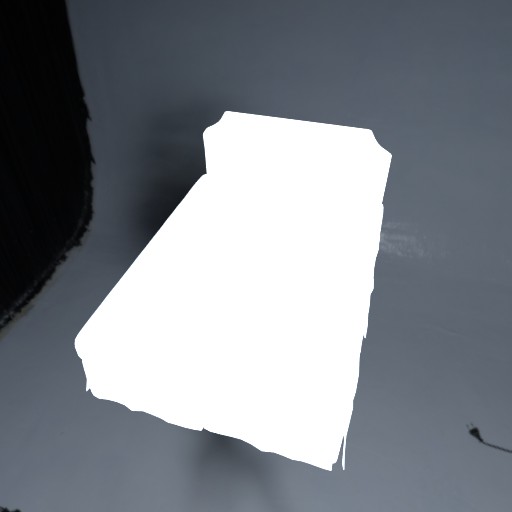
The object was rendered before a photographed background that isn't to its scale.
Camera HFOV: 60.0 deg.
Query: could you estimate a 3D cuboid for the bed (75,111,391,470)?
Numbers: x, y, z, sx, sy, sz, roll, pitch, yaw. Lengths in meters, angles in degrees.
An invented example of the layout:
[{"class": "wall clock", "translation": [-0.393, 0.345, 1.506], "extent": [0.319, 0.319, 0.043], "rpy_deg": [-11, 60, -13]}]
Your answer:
[{"class": "bed", "translation": [0.000, 0.000, 3.616], "extent": [1.977, 1.293, 2.498], "rpy_deg": [12, 42, 13]}]
